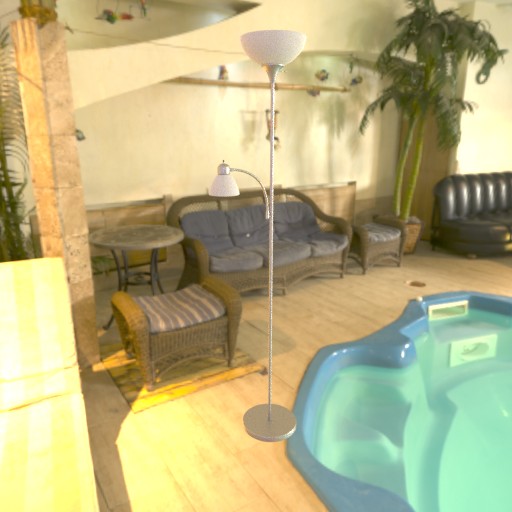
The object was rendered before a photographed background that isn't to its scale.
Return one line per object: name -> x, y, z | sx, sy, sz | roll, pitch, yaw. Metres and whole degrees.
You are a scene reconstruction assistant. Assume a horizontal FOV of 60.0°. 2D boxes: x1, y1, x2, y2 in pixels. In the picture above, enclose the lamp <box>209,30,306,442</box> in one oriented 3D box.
lamp -> 0.000, 0.000, 1.989 | 0.425, 1.804, 0.279 | -8, 17, -26
